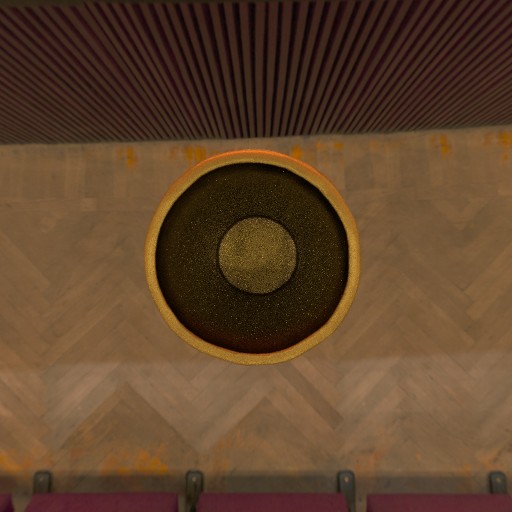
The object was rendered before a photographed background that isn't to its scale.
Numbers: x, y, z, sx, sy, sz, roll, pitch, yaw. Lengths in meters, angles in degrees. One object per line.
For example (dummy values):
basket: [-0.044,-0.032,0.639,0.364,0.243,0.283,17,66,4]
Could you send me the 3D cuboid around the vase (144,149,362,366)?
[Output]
vase: [0.000,0.000,0.176,0.061,0.143,0.061,0,90,1]
